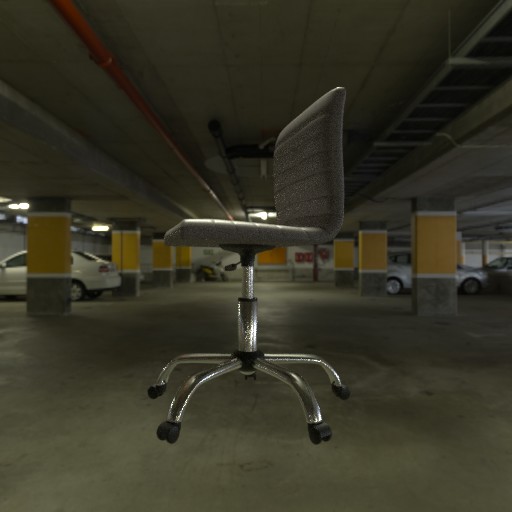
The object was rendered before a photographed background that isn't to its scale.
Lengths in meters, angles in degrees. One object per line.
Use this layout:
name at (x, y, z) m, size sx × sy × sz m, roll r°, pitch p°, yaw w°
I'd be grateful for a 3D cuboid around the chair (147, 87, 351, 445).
chair at (0.000, 0.000, 1.151) m, size 0.530 × 0.780 × 0.556 m, roll 0°, pitch -1°, yaw -17°
